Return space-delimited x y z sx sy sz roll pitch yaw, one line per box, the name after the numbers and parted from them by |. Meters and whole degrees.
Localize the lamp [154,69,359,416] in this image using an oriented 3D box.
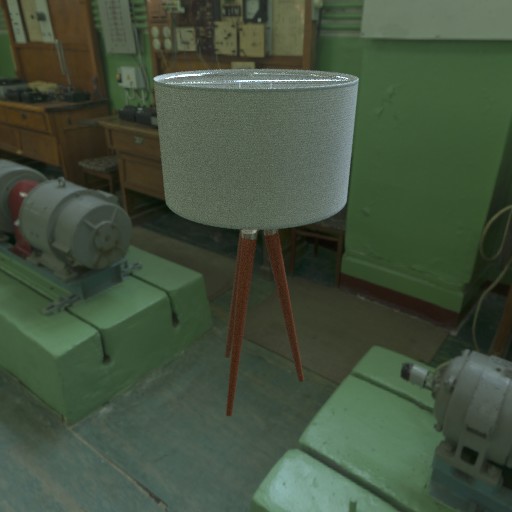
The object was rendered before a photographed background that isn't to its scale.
0.000 0.000 0.942 0.355 0.709 0.354 18 32 32 | lamp
